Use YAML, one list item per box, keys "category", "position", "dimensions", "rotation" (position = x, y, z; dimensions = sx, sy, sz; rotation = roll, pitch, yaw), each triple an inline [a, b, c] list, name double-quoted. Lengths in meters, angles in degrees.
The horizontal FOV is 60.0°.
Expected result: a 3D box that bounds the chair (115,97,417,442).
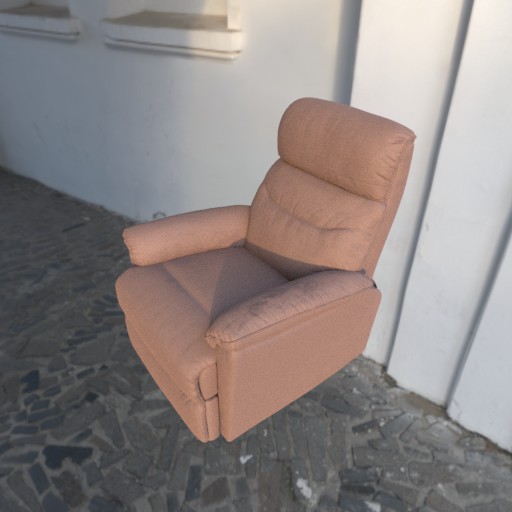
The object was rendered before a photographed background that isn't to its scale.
- category: "chair"
  position: [0.000, 0.000, 1.752]
  dimensions: [1.004, 1.037, 0.820]
  rotation: [-21, 38, -30]
